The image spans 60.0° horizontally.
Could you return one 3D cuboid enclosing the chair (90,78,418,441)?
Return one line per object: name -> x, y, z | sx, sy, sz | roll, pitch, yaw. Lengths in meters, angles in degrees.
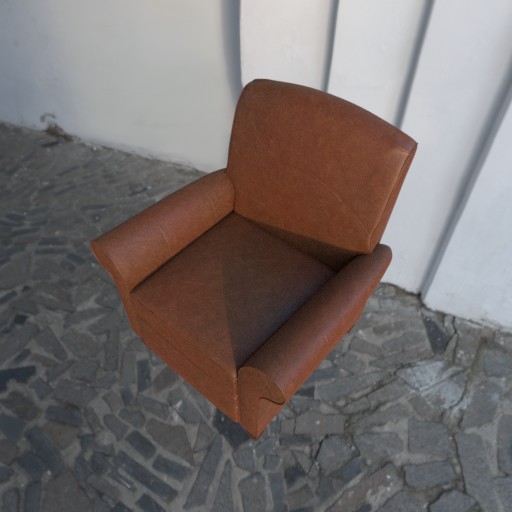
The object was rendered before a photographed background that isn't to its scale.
chair -> 0.000, 0.000, 1.796 | 0.978, 1.061, 0.902 | 32, 54, 27
